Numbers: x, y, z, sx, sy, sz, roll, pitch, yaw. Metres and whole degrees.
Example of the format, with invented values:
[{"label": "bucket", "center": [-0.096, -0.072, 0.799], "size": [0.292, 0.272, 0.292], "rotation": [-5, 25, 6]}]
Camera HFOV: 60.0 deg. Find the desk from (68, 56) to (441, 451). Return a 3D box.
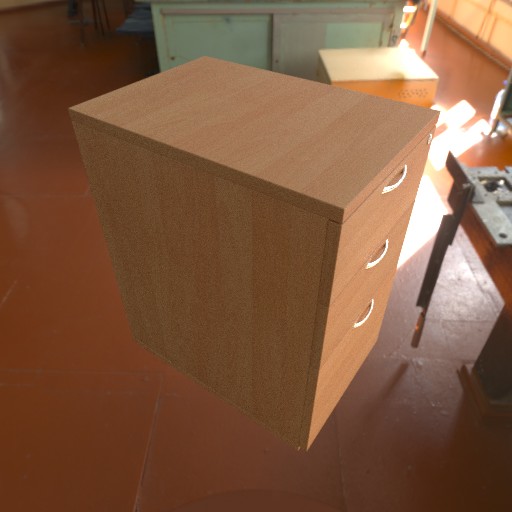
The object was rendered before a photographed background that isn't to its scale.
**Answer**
[{"label": "desk", "center": [0.000, 0.000, 1.081], "size": [0.600, 0.730, 0.404], "rotation": [25, 46, 26]}]
